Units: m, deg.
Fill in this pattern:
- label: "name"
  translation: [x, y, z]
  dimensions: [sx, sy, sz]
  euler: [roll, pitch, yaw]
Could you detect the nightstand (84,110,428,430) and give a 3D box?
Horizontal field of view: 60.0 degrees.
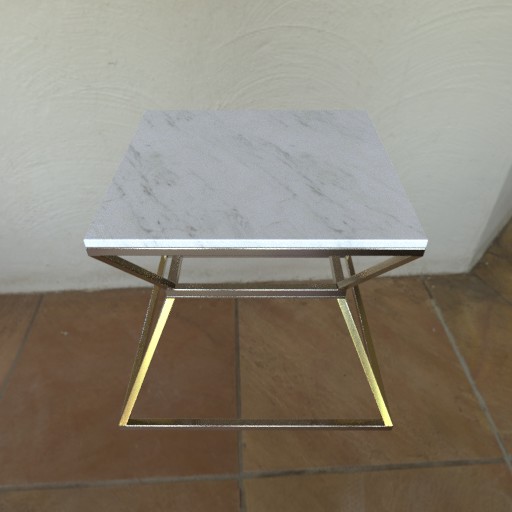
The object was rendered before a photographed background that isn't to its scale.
- label: "nightstand"
  translation: [0.000, 0.000, 0.893]
  dimensions: [0.513, 0.426, 0.514]
  euler: [0, 40, 0]
